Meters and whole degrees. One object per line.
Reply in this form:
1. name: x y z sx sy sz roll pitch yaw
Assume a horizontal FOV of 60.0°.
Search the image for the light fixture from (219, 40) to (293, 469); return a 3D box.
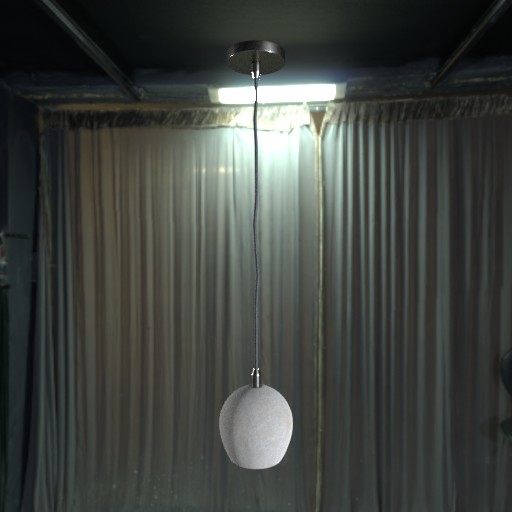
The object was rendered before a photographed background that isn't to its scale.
1. light fixture: 0.000 0.000 0.841 0.139 0.764 0.139 0 0 0
